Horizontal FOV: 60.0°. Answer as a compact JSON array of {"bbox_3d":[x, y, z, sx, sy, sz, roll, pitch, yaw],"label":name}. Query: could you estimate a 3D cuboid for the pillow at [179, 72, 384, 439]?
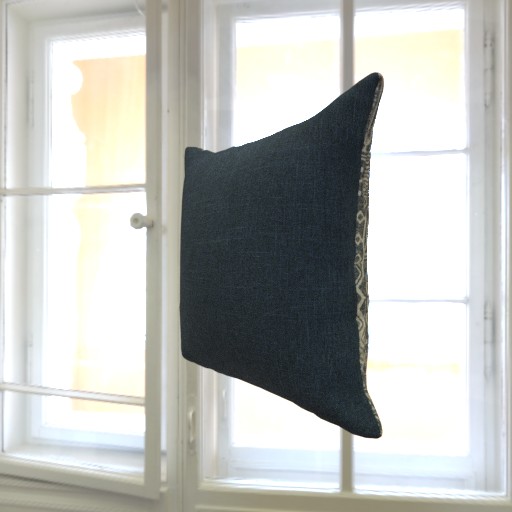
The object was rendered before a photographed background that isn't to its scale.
[{"bbox_3d":[0.000,0.000,0.792,0.180,0.487,0.546,0,0,-37],"label":"pillow"}]
